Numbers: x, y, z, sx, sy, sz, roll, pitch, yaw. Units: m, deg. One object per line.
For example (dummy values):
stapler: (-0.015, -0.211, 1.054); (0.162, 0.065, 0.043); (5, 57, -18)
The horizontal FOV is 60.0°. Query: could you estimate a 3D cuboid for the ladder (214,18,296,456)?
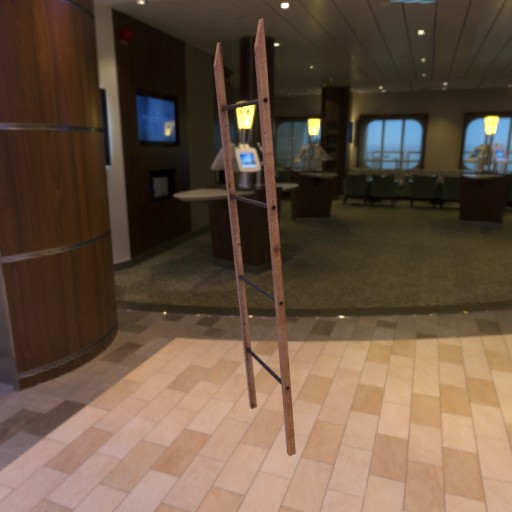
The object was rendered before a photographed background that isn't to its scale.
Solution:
ladder: (0.000, 0.000, 1.970); (0.200, 1.805, 0.442); (-7, 16, -25)
